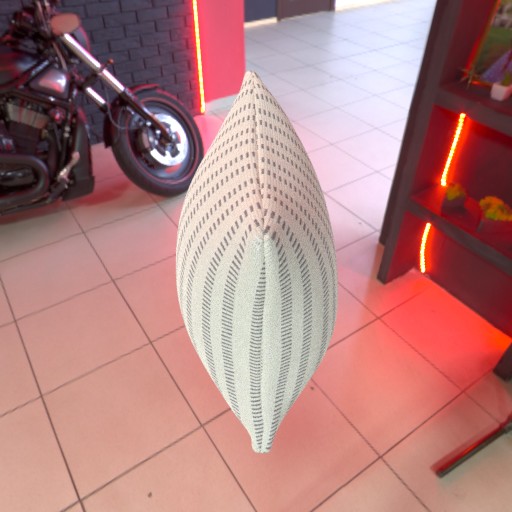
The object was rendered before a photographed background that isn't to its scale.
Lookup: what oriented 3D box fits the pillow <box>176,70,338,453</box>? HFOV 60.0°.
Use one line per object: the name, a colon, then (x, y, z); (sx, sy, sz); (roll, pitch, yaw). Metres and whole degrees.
pillow: (0.000, 0.000, 0.688); (0.247, 0.419, 0.438); (-1, 42, -1)
